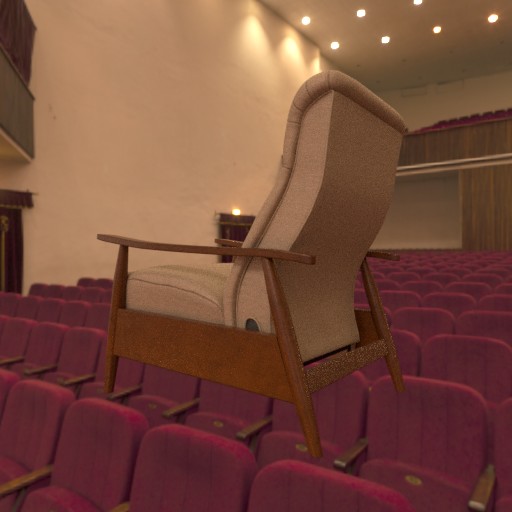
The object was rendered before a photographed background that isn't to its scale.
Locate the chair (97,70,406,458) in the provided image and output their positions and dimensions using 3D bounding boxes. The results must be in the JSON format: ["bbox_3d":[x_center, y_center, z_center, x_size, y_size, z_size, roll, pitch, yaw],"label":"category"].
[{"bbox_3d":[0.000,0.000,1.766,1.030,1.082,0.762,0,0,36],"label":"chair"}]
